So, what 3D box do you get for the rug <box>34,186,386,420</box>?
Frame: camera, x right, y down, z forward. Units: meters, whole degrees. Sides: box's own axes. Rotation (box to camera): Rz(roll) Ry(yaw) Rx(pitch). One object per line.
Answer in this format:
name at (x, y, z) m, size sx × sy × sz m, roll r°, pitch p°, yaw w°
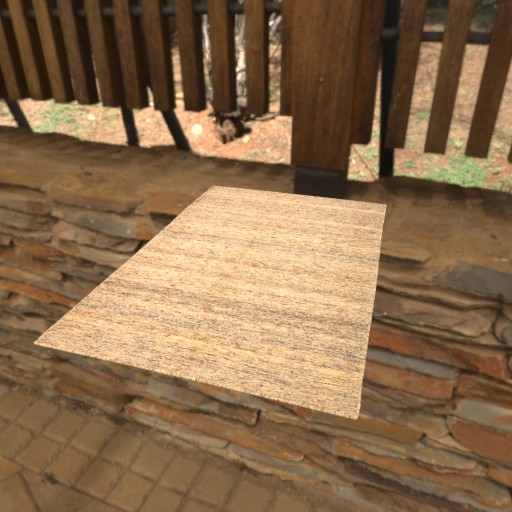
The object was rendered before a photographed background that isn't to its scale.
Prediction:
rug at (0.000, 0.000, 2.322) m, size 1.243 × 0.014 × 1.846 m, roll 9°, pitch 30°, yaw 15°
